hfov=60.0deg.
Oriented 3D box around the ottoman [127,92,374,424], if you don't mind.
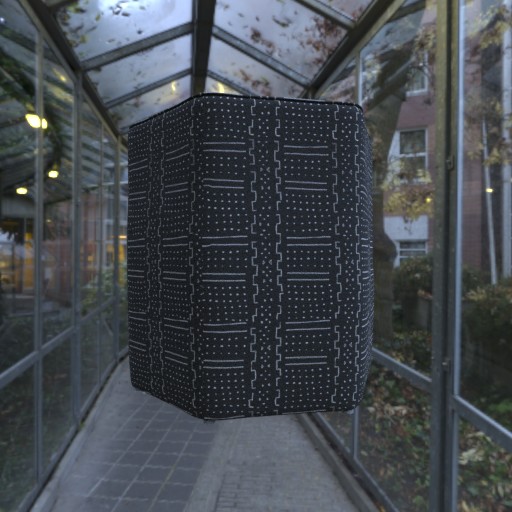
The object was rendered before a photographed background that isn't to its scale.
[{"bbox_3d":[0.000,0.000,0.879,0.443,0.502,0.494,0,0,18],"label":"ottoman"}]
